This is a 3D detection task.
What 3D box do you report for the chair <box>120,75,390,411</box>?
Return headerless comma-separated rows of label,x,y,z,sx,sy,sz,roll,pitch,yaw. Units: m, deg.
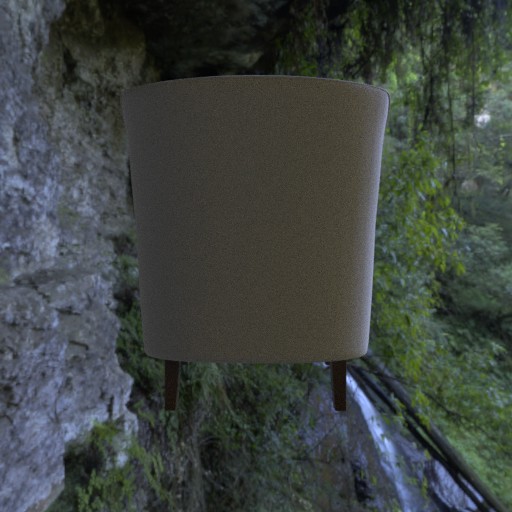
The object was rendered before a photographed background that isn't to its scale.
chair,0.000,0.000,1.520,0.756,0.916,0.879,0,-1,0
